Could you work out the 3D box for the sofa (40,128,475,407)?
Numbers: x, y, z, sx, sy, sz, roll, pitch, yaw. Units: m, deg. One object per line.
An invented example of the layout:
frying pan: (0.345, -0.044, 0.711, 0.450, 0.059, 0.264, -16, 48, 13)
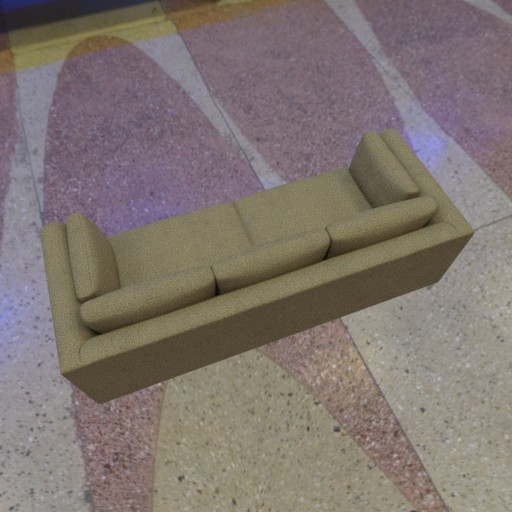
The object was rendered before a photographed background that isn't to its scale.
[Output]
sofa: (0.000, 0.000, 2.895, 2.415, 0.867, 0.969, -18, 60, -11)
